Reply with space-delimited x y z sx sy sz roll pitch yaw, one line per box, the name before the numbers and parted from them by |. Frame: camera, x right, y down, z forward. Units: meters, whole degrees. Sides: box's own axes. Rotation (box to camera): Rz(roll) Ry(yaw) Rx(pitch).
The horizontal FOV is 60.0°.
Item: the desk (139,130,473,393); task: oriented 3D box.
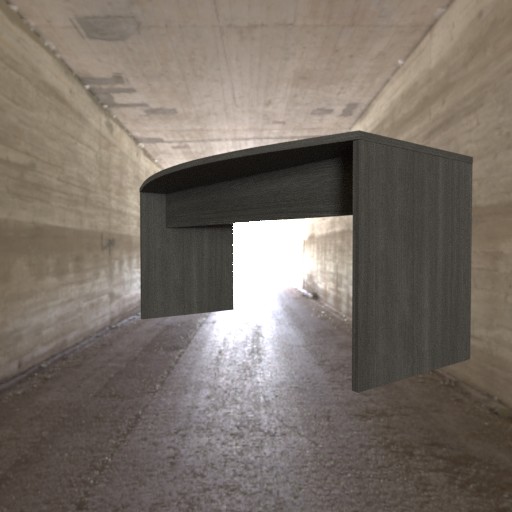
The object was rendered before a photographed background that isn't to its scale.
desk | 0.000 0.000 2.044 0.802 0.750 1.600 -1 2 -37
